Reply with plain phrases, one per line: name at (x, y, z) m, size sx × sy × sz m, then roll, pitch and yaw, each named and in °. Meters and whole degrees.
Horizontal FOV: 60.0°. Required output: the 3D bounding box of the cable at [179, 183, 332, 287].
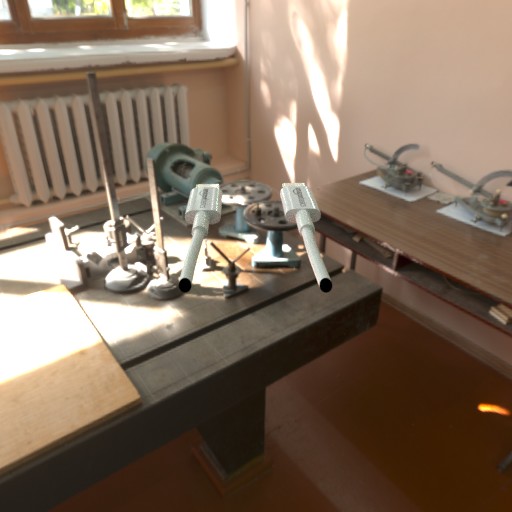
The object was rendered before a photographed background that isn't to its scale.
cable at (0.000, 0.000, 0.112) m, size 0.041 × 0.005 × 0.098 m, roll -1°, pitch 30°, yaw -2°
